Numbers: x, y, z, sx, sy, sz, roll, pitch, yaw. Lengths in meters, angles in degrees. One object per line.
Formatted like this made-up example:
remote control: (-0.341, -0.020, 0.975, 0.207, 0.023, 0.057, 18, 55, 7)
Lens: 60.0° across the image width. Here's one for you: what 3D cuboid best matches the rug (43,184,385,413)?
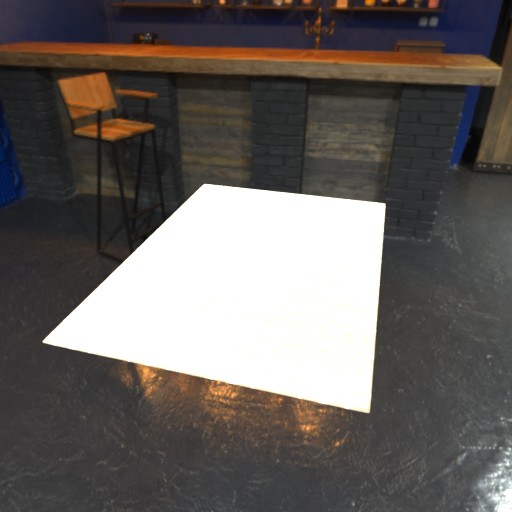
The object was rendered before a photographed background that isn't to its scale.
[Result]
rug: (0.000, 0.000, 4.465, 2.438, 0.010, 3.353, 8, 32, 13)
